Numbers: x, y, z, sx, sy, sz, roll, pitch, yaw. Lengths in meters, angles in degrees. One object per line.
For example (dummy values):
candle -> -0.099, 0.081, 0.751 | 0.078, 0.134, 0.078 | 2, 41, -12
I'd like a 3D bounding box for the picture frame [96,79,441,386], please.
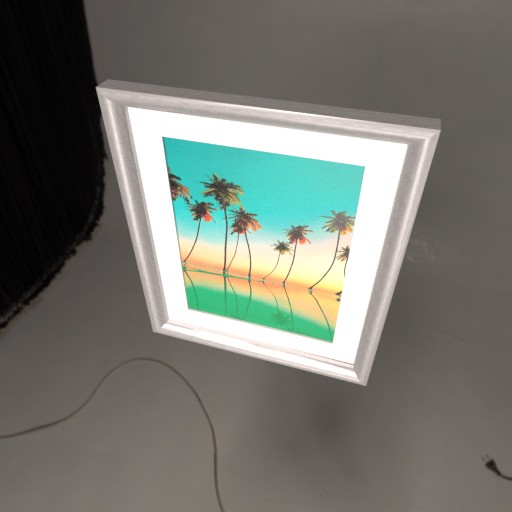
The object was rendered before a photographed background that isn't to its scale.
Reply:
picture frame -> 0.000, 0.000, 0.536 | 0.327, 0.378, 0.027 | 11, 43, 13
